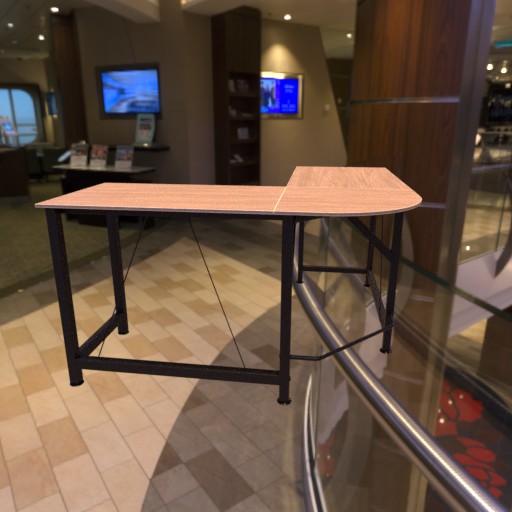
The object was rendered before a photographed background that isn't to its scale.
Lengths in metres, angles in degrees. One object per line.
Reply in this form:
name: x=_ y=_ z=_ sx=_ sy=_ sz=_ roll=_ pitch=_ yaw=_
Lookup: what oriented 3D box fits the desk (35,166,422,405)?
desk: x=0.000 y=0.000 z=2.267 sx=1.400 sy=0.762 sz=1.400 roll=2 pitch=18 yaw=8
